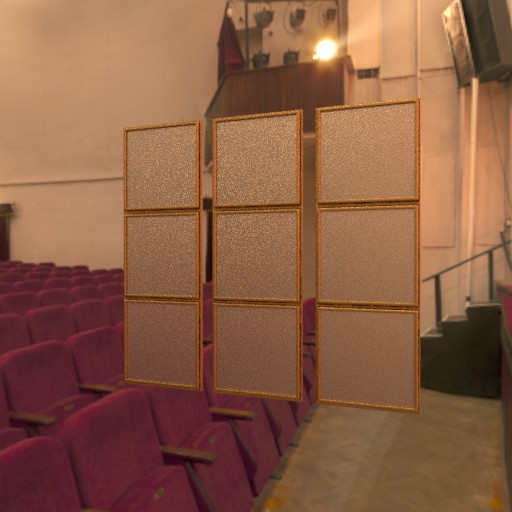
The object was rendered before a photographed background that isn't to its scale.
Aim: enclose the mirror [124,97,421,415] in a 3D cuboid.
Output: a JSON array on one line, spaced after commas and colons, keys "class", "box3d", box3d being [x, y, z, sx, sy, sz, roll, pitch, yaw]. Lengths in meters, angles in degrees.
[{"class": "mirror", "box3d": [0.000, 0.000, 1.452, 1.011, 0.926, 0.023, 0, 0, 18]}]
